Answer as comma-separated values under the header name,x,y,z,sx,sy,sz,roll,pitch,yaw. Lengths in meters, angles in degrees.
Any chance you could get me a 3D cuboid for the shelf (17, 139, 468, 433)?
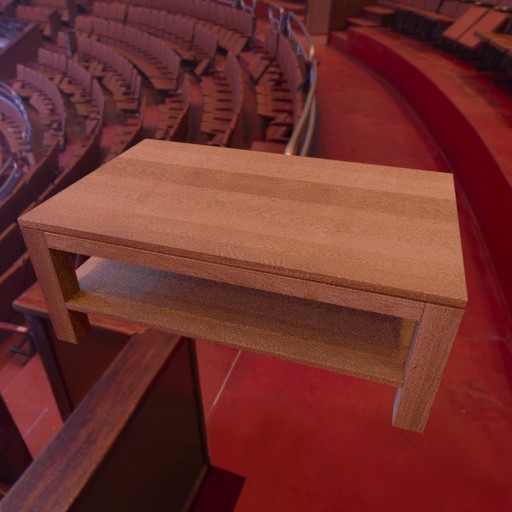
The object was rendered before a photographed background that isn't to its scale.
name,x,y,z,sx,sy,sz,roll,pitch,yaw
shelf,0.000,0.000,1.468,1.150,0.450,0.700,10,35,15
